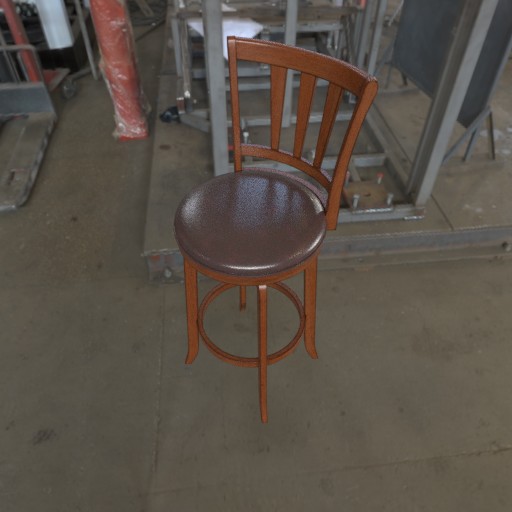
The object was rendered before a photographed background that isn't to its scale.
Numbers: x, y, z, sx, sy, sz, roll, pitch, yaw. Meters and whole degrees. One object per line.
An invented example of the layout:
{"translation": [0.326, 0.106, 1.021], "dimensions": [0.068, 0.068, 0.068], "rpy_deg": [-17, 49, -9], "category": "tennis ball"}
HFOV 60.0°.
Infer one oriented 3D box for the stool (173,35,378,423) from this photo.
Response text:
{"translation": [0.000, 0.000, 1.441], "dimensions": [0.464, 1.177, 0.503], "rpy_deg": [29, 52, 26], "category": "stool"}
